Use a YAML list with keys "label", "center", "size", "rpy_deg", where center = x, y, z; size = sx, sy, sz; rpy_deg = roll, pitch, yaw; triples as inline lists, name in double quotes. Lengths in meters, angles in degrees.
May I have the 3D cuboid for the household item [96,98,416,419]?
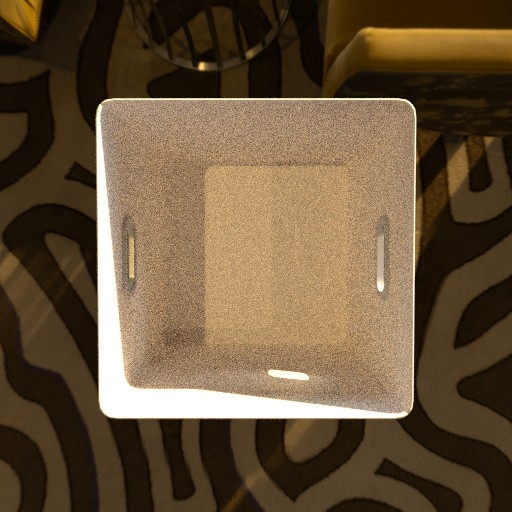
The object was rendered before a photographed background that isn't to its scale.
- label: "household item"
  center: [0.000, 0.000, 0.570]
  size: [0.305, 0.305, 0.305]
  rpy_deg: [0, 92, 0]
